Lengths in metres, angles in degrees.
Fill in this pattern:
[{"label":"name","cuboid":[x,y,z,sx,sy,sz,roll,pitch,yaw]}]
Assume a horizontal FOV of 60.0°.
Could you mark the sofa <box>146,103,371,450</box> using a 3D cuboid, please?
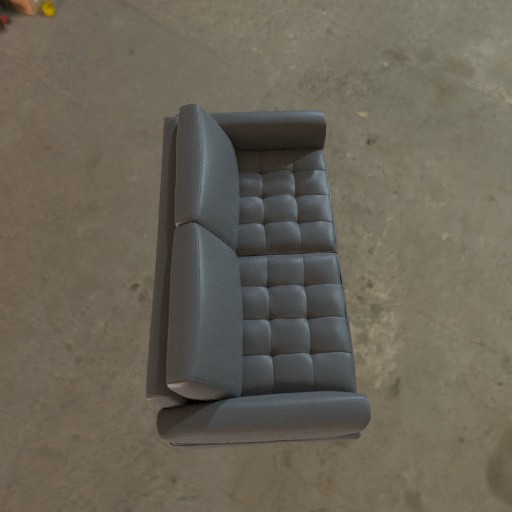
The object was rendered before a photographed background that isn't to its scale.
[{"label":"sofa","cuboid":[0.000,0.000,2.786,1.121,0.930,2.177,-2,63,-1]}]
